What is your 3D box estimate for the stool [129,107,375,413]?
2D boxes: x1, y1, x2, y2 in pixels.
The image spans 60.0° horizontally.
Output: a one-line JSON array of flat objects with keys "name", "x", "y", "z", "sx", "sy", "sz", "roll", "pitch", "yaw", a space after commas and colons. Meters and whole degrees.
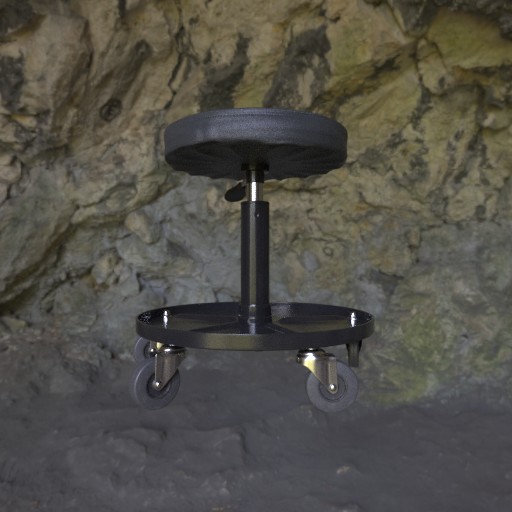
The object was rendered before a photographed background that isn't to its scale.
[{"name": "stool", "x": 0.000, "y": 0.000, "z": 0.675, "sx": 0.381, "sy": 0.365, "sz": 0.382, "roll": 0, "pitch": 0, "yaw": -18}]
